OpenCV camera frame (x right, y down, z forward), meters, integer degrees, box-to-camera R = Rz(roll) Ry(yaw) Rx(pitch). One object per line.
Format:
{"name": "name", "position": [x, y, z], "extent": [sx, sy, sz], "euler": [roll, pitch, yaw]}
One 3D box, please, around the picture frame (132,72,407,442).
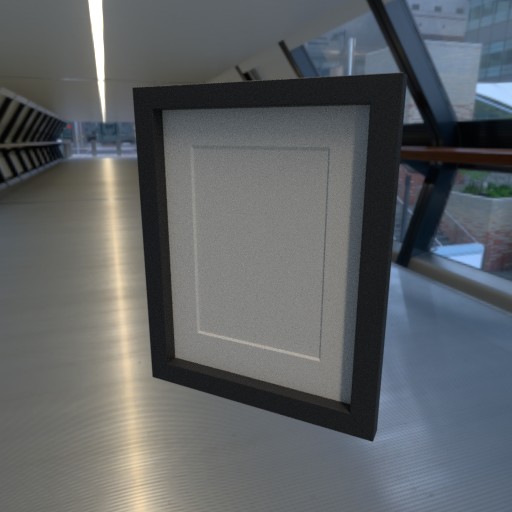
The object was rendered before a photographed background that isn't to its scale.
{"name": "picture frame", "position": [0.000, 0.000, 0.522], "extent": [0.307, 0.383, 0.036], "euler": [8, 17, 25]}
